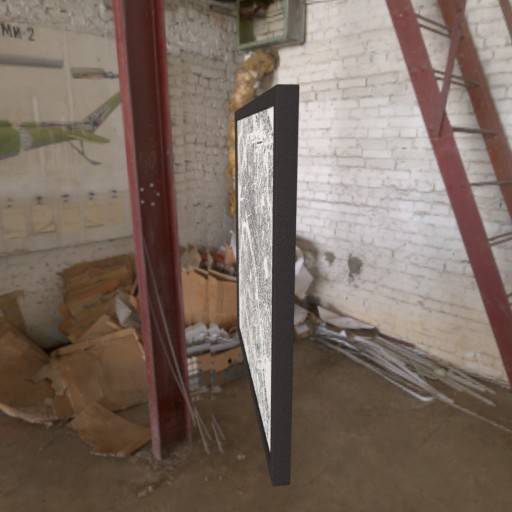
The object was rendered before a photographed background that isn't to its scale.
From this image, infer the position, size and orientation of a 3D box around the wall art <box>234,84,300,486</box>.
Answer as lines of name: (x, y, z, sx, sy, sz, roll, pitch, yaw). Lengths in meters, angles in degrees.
wall art: (0.000, 0.000, 1.164, 0.037, 0.763, 0.763, -2, 15, -7)
